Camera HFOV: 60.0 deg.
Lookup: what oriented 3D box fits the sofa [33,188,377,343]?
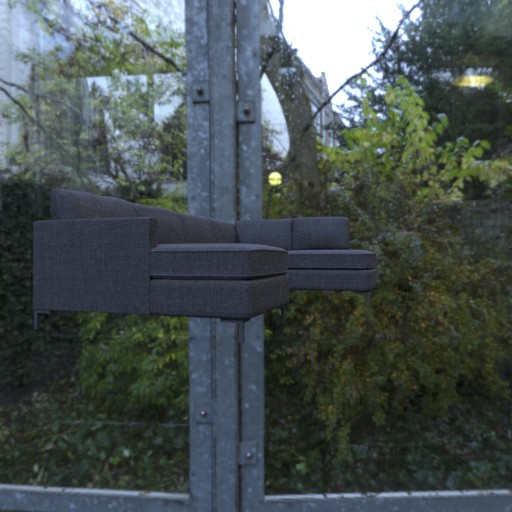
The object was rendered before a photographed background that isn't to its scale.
[{"bbox_3d":[0.000,0.000,4.240,2.048,0.999,3.423,0,0,18],"label":"sofa"}]
